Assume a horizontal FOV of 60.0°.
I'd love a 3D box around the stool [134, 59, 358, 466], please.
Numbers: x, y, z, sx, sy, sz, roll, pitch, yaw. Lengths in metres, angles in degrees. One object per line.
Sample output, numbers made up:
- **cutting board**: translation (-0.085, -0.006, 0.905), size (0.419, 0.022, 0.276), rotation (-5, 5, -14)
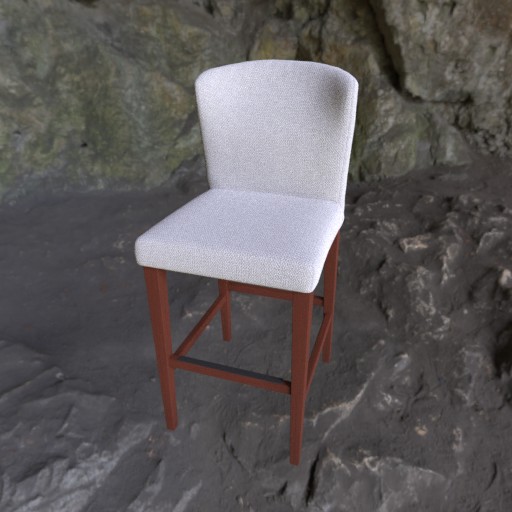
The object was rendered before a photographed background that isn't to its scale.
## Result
- **stool**: translation (0.000, 0.000, 1.344), size (0.481, 1.069, 0.568), rotation (8, 27, 17)
